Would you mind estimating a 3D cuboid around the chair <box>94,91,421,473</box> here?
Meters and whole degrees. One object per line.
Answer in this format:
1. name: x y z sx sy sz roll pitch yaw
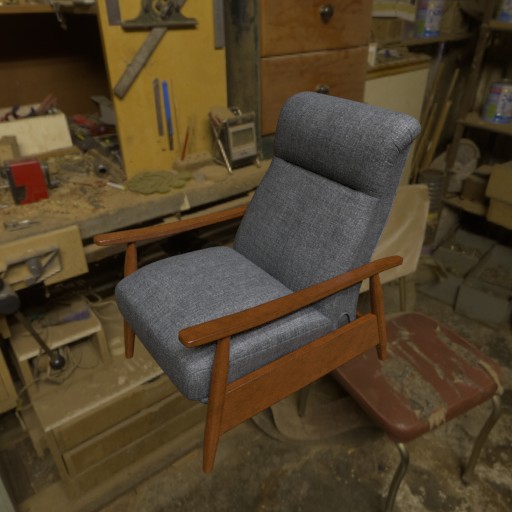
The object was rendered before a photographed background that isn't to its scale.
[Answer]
1. chair: 0.000 0.000 1.771 1.030 1.082 0.762 -21 37 -31
